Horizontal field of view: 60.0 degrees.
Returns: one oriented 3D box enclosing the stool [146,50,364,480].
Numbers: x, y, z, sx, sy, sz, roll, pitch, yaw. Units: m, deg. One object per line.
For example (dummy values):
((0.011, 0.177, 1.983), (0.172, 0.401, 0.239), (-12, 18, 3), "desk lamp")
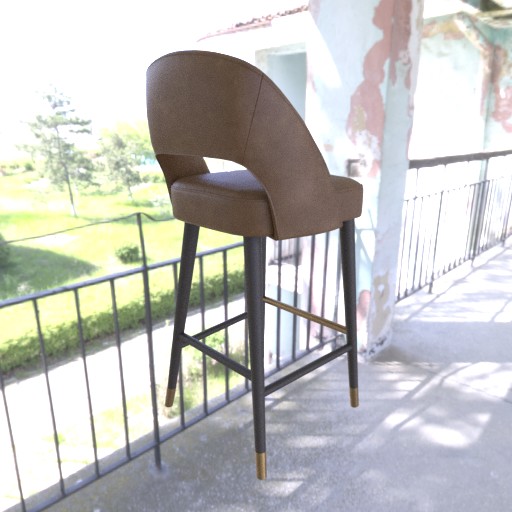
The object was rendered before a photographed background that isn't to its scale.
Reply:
((0.000, 0.000, 1.279), (0.509, 1.037, 0.494), (-16, 24, -42), "stool")
